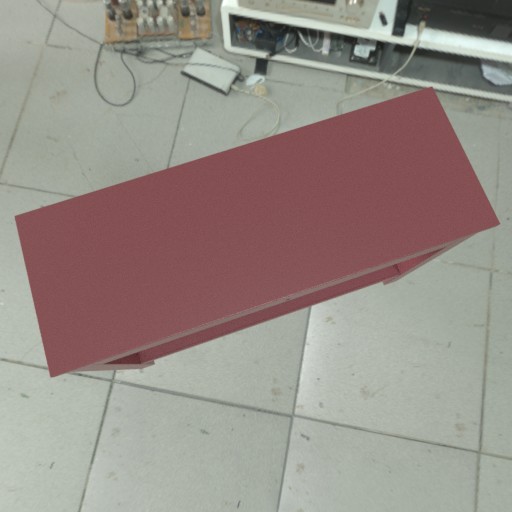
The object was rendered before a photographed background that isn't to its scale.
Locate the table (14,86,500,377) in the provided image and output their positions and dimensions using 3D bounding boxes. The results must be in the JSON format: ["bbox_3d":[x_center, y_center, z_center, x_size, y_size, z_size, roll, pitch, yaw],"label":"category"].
[{"bbox_3d":[0.000,0.000,1.400,1.068,0.753,0.397,-18,77,-4],"label":"table"}]
